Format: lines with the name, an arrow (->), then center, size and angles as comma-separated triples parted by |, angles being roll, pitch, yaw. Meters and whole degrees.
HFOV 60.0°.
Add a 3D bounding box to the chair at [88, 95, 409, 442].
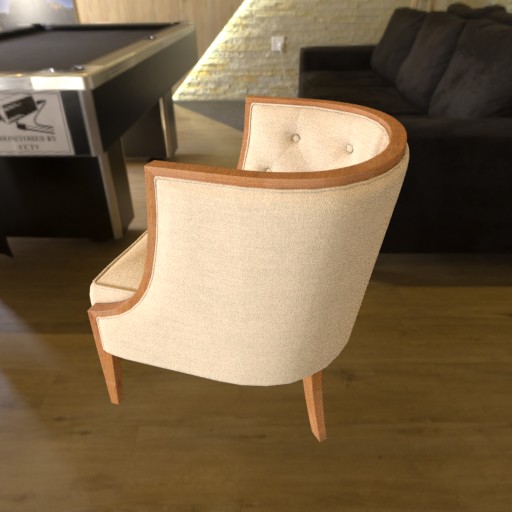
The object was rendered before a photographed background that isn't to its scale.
chair -> 0.000, 0.000, 1.326 | 0.757, 0.775, 0.711 | 9, 33, 14
